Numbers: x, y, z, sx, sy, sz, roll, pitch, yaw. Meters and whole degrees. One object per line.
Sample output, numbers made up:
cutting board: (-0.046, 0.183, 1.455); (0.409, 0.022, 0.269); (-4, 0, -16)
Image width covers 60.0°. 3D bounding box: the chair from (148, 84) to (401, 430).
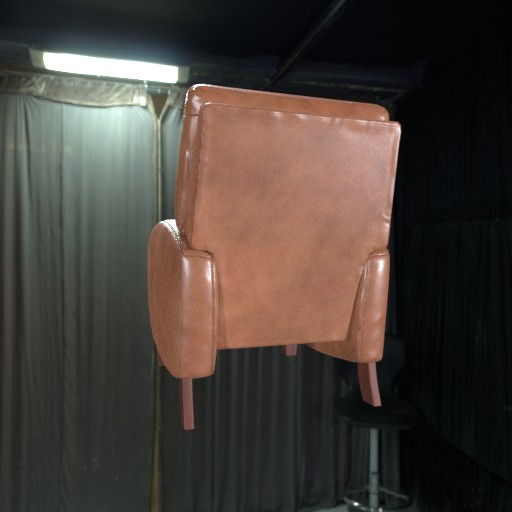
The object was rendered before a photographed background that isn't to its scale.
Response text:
chair: (0.000, 0.000, 1.696); (0.762, 0.990, 0.990); (0, 1, -18)
